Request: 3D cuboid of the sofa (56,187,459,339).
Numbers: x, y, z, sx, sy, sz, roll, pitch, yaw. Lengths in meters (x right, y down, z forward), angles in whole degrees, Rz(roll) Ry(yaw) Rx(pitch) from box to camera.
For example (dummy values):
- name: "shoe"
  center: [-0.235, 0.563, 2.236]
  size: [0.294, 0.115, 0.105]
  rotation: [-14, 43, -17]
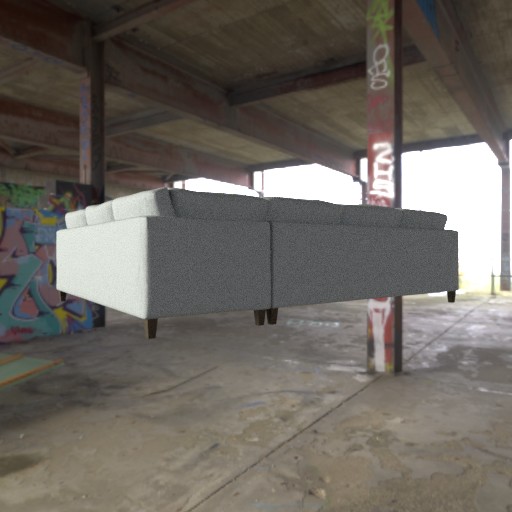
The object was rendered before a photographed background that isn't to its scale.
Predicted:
- name: "sofa"
  center: [0.000, 0.000, 4.507]
  size: [3.333, 0.934, 2.522]
  rotation: [-1, 1, -35]
